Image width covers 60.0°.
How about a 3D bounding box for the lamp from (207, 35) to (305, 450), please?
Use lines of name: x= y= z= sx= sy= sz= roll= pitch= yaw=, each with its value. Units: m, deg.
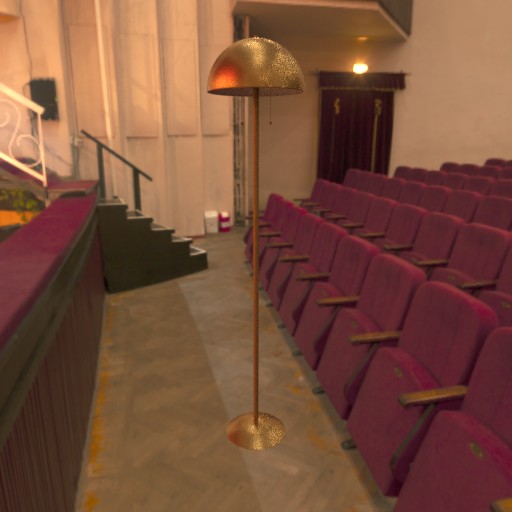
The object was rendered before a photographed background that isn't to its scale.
lamp: x=0.000 y=0.000 z=1.629 sx=0.328 sy=1.480 sz=0.328 roll=-2 pitch=15 yaw=-9
